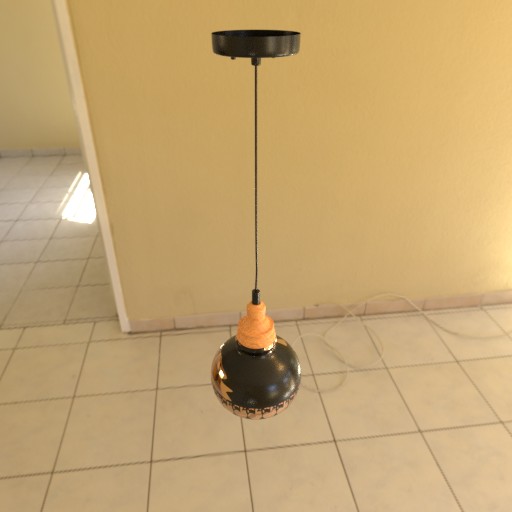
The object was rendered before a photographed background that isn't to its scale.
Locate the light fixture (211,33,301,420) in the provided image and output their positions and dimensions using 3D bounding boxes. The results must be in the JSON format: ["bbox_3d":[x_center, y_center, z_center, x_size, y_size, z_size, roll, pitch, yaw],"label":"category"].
[{"bbox_3d":[0.000,0.000,1.782,0.430,1.606,0.430,-9,32,-15],"label":"light fixture"}]
